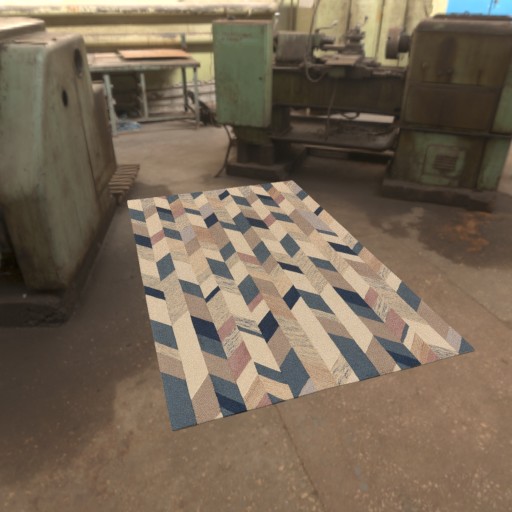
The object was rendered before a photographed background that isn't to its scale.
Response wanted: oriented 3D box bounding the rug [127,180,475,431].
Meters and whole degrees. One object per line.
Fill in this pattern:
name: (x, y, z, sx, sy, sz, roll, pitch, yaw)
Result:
rug: (0.000, 0.000, 2.973, 1.513, 0.008, 2.423, -9, 32, -15)
